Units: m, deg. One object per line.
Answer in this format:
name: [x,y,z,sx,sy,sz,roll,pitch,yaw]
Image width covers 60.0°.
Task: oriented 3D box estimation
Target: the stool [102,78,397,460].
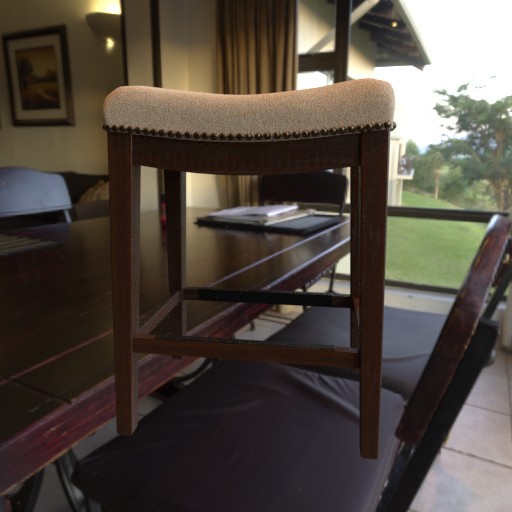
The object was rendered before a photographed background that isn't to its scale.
stool: [0.000,0.000,0.945,0.509,0.669,0.363,2,14,8]
